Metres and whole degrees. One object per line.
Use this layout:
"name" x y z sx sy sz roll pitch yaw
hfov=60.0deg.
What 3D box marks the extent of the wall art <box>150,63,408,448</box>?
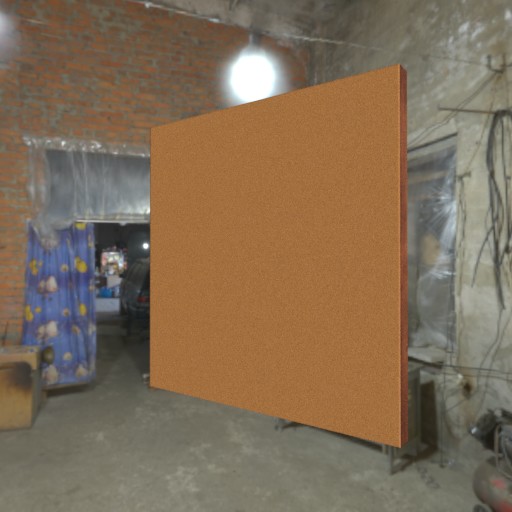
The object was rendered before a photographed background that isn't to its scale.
"wall art" 0.000 0.000 0.836 0.554 0.572 0.037 0 -1 36
